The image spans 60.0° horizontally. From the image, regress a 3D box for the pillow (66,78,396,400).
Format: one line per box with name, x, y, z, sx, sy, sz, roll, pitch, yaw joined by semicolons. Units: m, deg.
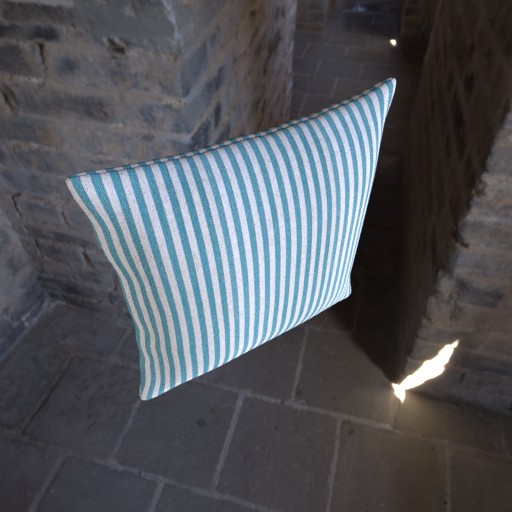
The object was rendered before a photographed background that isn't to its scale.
pillow;0.000;0.000;0.777;0.523;0.510;0.166;-24;50;-22
